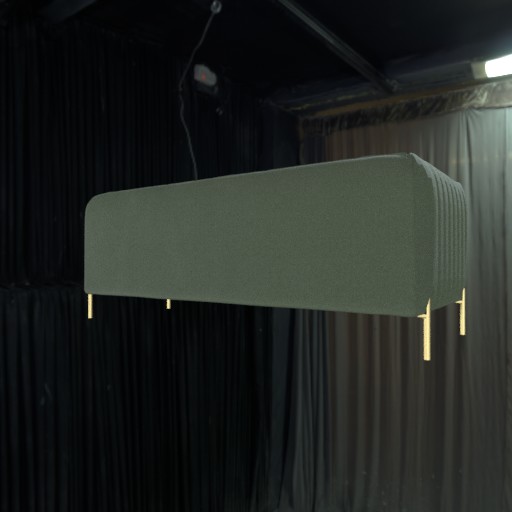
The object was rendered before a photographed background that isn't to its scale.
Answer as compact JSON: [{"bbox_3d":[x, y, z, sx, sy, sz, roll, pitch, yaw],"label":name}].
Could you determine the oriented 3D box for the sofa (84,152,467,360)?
[{"bbox_3d":[0.000,0.000,2.570,2.137,0.793,0.896,0,-1,35],"label":"sofa"}]
